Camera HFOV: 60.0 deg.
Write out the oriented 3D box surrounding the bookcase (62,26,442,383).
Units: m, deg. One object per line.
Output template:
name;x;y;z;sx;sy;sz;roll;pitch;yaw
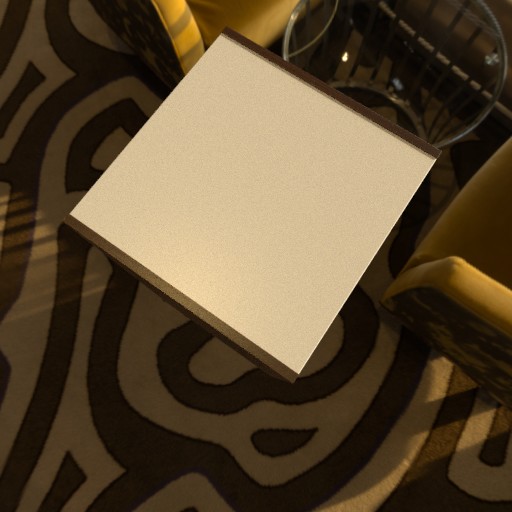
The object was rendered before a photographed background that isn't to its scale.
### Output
bookcase;0.000;0.000;0.765;0.290;0.600;0.300;34;78;8
